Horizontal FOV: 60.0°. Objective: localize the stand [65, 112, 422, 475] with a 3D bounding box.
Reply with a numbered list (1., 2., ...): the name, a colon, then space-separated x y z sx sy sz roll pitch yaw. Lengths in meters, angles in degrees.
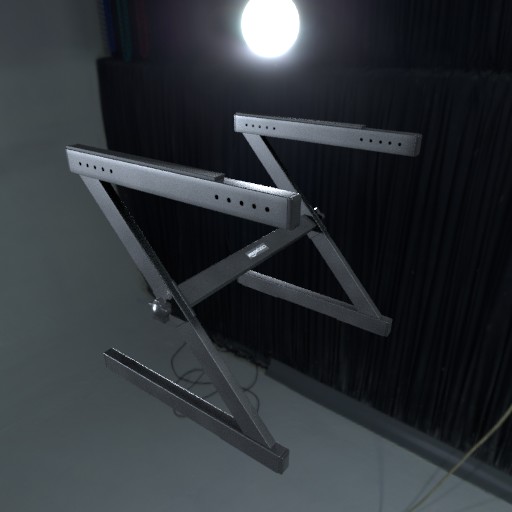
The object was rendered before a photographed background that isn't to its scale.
1. stand: 0.000 0.000 1.173 0.586 0.617 0.700 18 31 32
